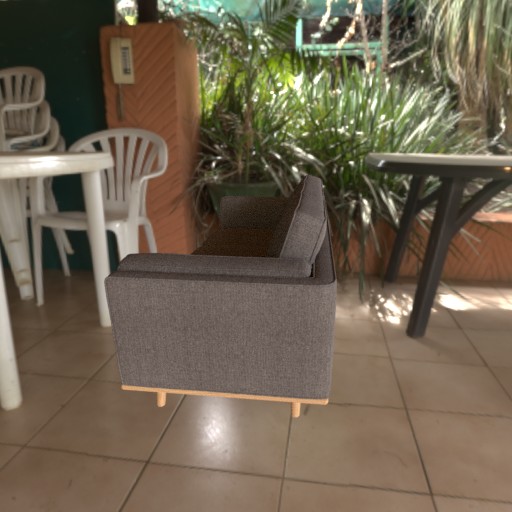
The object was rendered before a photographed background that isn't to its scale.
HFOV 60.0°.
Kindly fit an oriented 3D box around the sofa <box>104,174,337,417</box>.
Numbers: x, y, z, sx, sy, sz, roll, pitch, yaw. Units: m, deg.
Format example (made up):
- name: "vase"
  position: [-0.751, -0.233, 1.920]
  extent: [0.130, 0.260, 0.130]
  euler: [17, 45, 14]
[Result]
- name: "sofa"
  position: [0.000, 0.000, 2.800]
  extent: [0.903, 0.899, 2.362]
  euler: [2, 15, 7]
